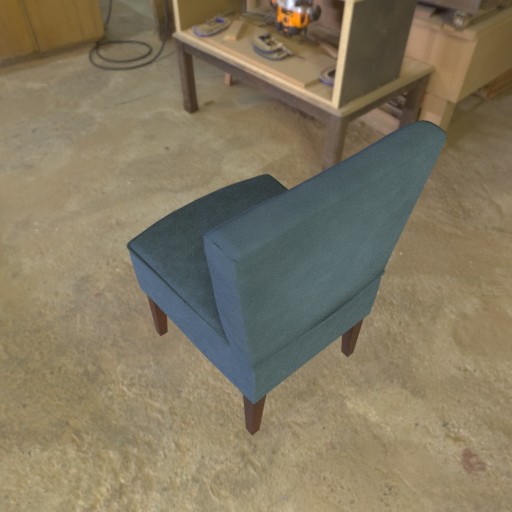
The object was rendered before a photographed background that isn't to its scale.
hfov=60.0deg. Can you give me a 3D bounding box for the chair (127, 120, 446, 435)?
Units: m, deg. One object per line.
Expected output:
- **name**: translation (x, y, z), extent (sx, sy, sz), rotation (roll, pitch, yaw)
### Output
- **chair**: translation (0.000, 0.000, 1.156), extent (0.521, 0.806, 0.551), rotation (-31, 54, -25)
